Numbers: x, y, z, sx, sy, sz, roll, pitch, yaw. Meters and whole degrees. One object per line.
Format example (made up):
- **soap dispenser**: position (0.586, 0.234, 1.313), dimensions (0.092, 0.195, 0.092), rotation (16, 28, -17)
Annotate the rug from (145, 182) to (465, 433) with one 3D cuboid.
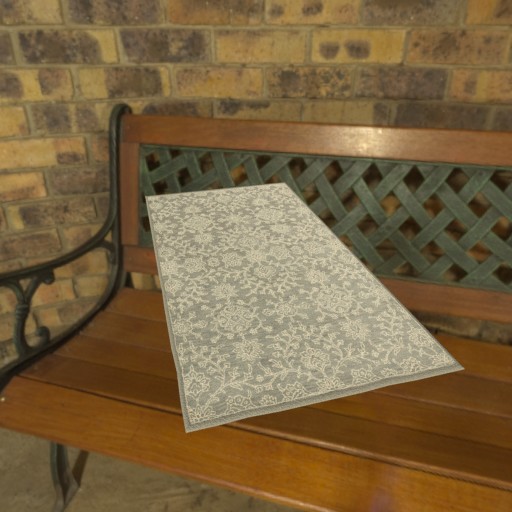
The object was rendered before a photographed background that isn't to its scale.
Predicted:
- **rug**: position (0.000, 0.000, 3.545), dimensions (1.546, 0.011, 3.048), rotation (-8, 31, -14)
